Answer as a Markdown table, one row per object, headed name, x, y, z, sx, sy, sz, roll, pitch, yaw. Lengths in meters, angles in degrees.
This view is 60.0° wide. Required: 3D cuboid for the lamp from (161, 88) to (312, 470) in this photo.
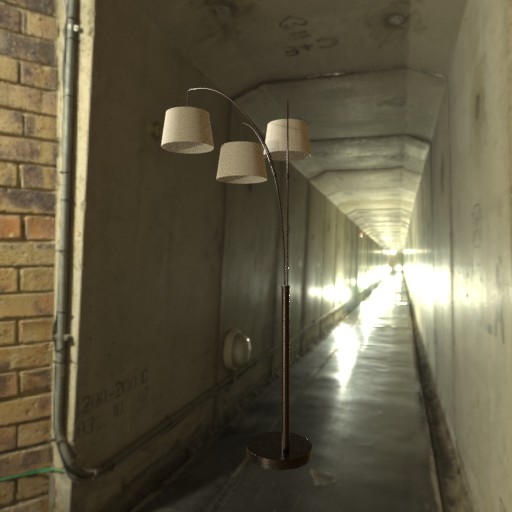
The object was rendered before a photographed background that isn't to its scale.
| name | x | y | z | sx | sy | sz | roll | pitch | yaw |
| --- | --- | --- | --- | --- | --- | --- | --- | --- | --- |
| lamp | 0.000 | 0.000 | 2.453 | 0.951 | 1.950 | 0.924 | 0 | 1 | -20 |
